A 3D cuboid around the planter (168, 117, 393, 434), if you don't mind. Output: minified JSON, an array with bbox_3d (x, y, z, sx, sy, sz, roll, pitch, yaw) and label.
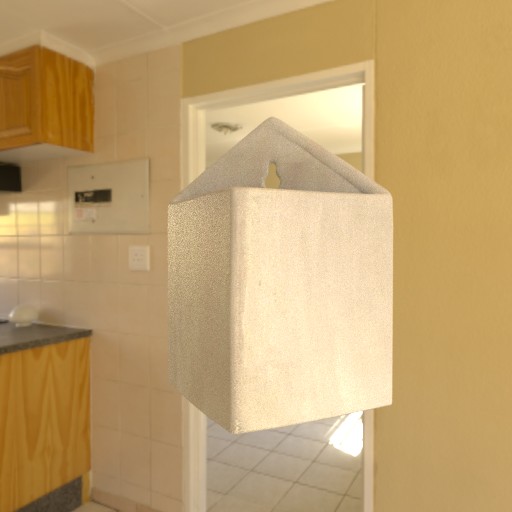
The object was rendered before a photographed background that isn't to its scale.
[{"bbox_3d":[0.000,0.000,0.278,0.163,0.194,0.080,0,1,18],"label":"planter"}]
